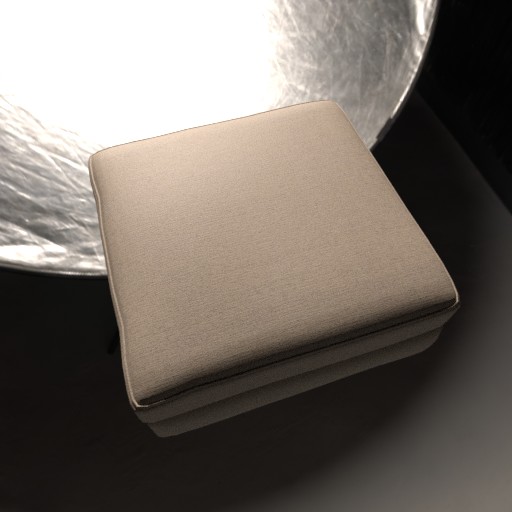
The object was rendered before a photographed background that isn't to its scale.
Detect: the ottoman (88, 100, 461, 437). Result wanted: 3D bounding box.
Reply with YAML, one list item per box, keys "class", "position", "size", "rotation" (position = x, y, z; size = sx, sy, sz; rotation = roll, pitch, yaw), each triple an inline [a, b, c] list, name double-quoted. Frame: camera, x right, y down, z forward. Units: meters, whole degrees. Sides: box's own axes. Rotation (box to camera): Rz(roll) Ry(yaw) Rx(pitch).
- class: "ottoman"
  position: [0.000, 0.000, 1.369]
  size: [0.838, 0.481, 0.838]
  rotation: [-16, 59, -10]
